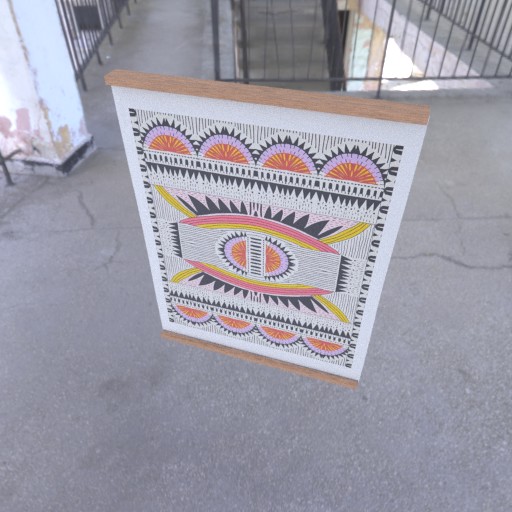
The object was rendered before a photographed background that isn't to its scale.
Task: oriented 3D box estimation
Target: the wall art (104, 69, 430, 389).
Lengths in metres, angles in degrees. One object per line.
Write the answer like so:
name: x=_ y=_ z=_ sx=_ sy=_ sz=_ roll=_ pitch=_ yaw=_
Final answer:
wall art: x=0.000 y=0.000 z=0.704 sx=0.403 sy=0.527 sz=0.028 roll=12 pitch=42 yaw=13
